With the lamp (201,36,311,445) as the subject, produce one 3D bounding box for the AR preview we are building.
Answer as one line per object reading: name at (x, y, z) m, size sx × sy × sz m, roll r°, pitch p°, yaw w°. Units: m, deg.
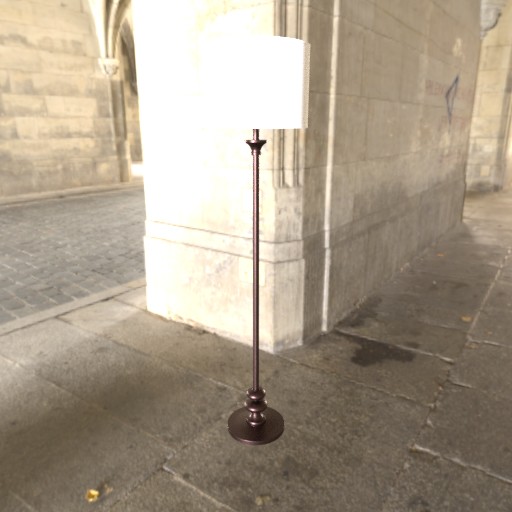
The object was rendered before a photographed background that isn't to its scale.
lamp at (0.000, 0.000, 1.658) m, size 0.356 × 1.487 × 0.356 m, roll -3°, pitch 16°, yaw -10°
